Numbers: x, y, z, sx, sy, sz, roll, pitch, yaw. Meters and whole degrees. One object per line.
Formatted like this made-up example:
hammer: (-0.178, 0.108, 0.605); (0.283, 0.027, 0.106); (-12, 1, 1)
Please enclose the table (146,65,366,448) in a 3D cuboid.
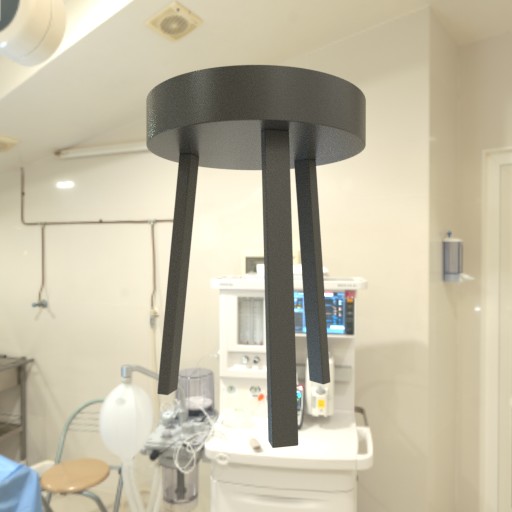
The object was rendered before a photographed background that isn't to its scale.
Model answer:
table: (0.000, 0.000, 0.848); (0.406, 0.559, 0.406); (0, 1, 0)
